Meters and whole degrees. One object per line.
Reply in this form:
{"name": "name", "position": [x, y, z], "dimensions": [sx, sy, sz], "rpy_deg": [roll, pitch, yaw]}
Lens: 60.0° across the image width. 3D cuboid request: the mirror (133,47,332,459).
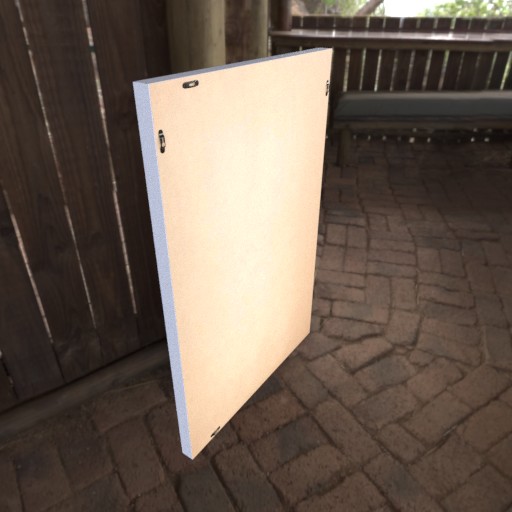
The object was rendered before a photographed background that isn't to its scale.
{"name": "mirror", "position": [0.000, 0.000, 1.129], "dimensions": [0.041, 0.914, 0.609], "rpy_deg": [20, 36, 30]}
